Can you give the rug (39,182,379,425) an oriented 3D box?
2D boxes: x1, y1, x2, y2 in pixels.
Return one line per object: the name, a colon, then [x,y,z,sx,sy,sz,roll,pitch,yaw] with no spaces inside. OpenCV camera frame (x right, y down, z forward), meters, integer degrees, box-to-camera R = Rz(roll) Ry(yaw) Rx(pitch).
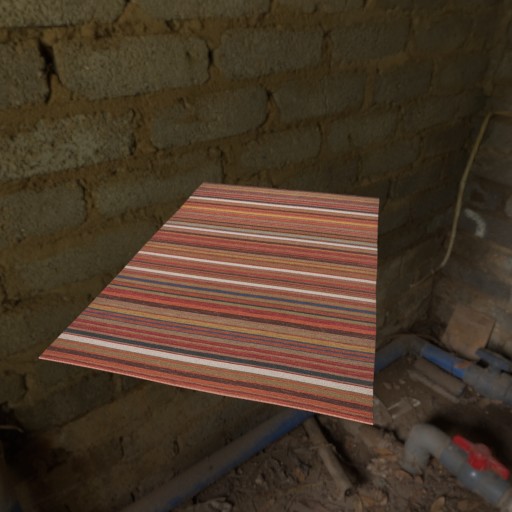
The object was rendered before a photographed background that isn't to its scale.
rug: [0.000,0.000,2.280,1.217,0.007,1.828,7,32,12]
